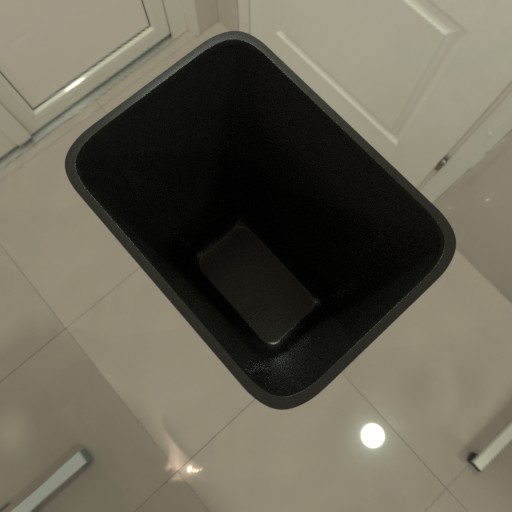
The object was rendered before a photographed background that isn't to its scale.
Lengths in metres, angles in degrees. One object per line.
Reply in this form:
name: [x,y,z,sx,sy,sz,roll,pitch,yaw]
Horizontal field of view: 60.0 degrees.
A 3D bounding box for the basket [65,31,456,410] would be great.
basket: [0.000,0.000,0.744,0.287,0.521,0.394,-41,80,-9]
